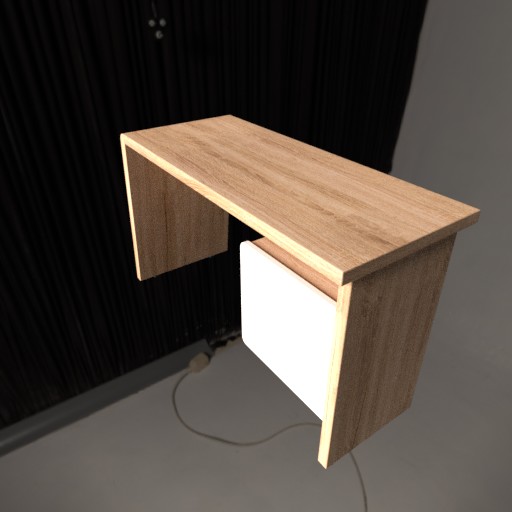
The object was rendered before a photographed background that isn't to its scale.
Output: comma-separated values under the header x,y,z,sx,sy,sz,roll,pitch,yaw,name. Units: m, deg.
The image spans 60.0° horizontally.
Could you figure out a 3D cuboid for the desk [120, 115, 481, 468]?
x,y,z,sx,sy,sz,roll,pitch,yaw,name
0.000,0.000,1.666,0.500,0.750,1.300,-21,37,-30,desk
